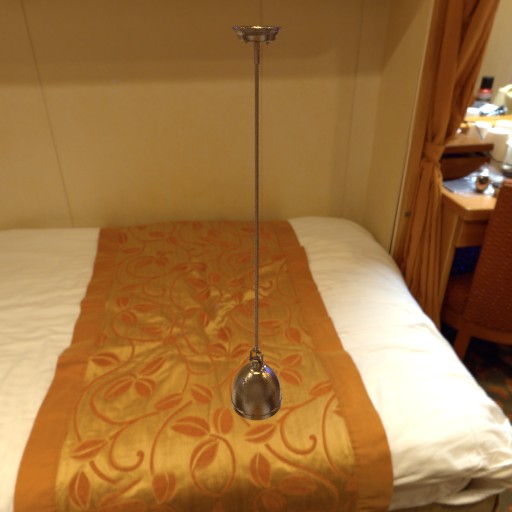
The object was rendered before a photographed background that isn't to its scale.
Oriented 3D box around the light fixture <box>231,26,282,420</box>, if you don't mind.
[{"bbox_3d":[0.000,0.000,1.489,0.217,1.367,0.211,19,35,29],"label":"light fixture"}]
